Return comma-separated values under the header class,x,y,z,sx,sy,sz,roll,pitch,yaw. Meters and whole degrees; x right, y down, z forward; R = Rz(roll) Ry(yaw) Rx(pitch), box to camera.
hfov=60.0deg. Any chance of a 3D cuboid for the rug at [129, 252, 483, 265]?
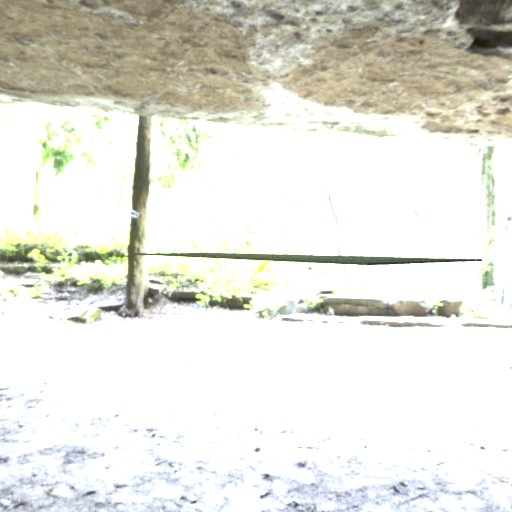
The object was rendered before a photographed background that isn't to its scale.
class,x,y,z,sx,sy,sz,roll,pitch,yaw
rug,0.000,0.000,2.738,0.759,0.012,2.430,-1,2,-35
